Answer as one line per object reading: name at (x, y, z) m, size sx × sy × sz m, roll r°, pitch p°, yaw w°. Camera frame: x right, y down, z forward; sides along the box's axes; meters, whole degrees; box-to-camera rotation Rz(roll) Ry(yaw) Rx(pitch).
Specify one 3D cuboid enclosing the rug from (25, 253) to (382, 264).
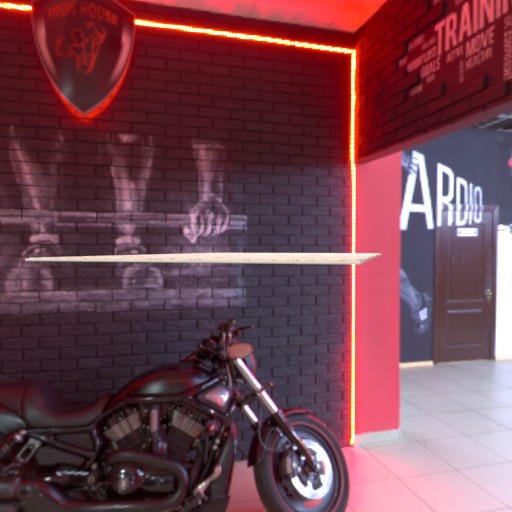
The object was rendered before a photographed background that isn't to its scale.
rug at (0.000, 0.000, 2.333) m, size 1.219 × 0.012 × 1.839 m, roll 0°, pitch 1°, yaw 18°
